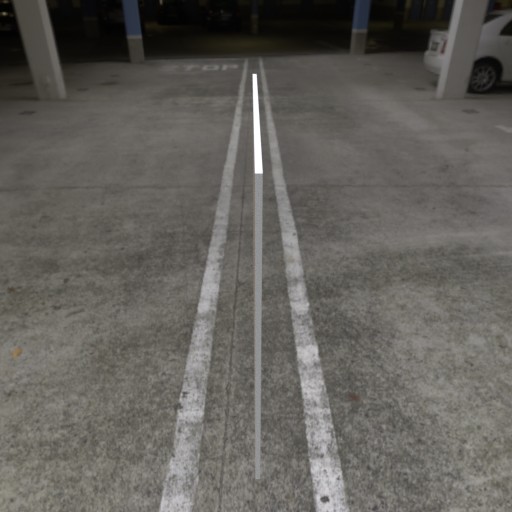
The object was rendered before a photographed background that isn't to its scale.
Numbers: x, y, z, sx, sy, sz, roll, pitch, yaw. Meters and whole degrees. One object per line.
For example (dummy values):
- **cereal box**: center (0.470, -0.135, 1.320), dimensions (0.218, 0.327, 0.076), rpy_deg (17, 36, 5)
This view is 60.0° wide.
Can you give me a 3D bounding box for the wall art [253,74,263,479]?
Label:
- **wall art**: center (0.000, 0.000, 0.695), dimensions (0.007, 0.456, 0.456), rpy_deg (0, 32, -1)
